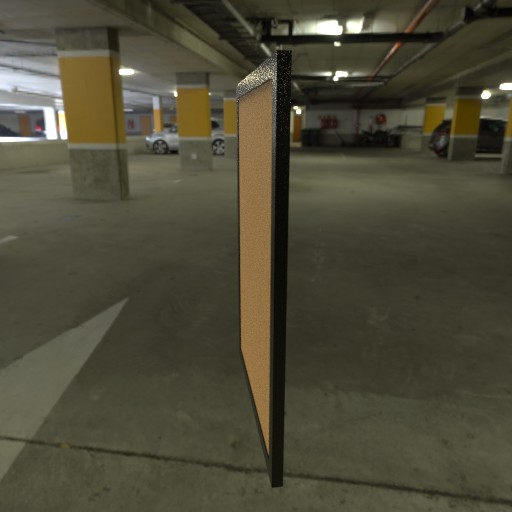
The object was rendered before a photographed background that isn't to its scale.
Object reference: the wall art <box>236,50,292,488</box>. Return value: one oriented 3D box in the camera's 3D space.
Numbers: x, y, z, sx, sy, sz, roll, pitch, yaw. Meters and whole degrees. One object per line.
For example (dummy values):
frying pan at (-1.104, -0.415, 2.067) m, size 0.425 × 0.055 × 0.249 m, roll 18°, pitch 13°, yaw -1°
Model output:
wall art at (0.000, 0.000, 0.562) m, size 0.013 × 0.432 × 0.304 m, roll -2°, pitch 16°, yaw -8°
